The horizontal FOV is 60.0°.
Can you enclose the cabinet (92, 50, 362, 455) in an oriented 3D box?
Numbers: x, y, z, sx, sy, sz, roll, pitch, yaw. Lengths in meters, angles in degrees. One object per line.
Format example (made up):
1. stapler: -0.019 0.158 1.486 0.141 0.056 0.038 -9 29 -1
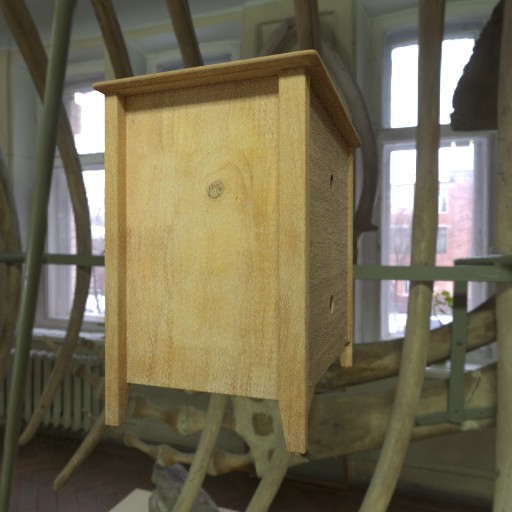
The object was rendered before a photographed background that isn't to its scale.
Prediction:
1. cabinet: 0.000 0.000 1.250 0.503 0.762 0.763 0 1 20
